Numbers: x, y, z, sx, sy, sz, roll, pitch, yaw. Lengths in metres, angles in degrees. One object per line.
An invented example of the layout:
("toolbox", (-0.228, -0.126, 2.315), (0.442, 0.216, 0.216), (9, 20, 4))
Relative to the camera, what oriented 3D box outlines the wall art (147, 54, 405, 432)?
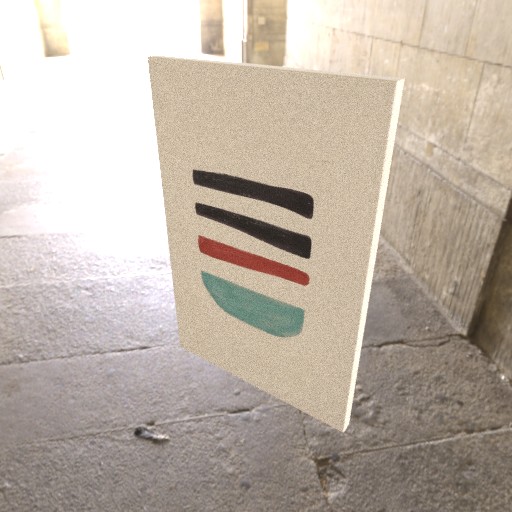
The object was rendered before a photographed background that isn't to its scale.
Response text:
("wall art", (0.000, 0.000, 1.146), (0.607, 0.912, 0.038), (19, 36, 29))
